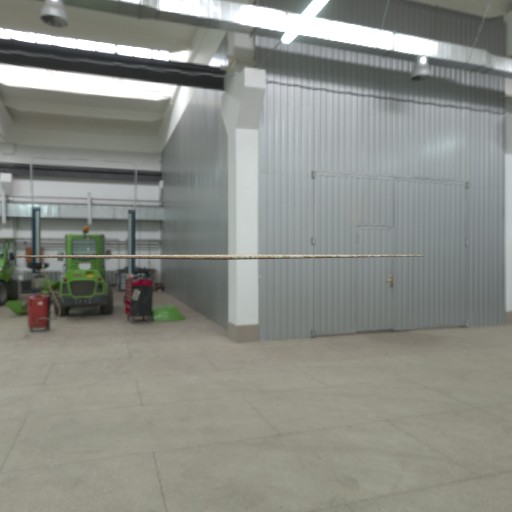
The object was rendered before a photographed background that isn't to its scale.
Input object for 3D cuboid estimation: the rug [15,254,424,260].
[{"bbox_3d":[0.000,0.000,2.979,1.526,0.011,2.435,0,0,36],"label":"rug"}]
